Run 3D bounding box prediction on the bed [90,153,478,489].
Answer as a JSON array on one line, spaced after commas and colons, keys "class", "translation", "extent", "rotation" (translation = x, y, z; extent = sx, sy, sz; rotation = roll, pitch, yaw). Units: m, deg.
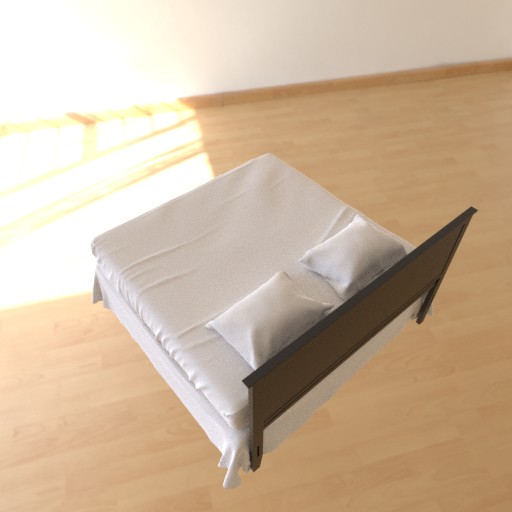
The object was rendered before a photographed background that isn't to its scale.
[{"class": "bed", "translation": [0.000, 0.000, 3.562], "extent": [2.315, 1.271, 2.219], "rotation": [-31, 54, -26]}]
